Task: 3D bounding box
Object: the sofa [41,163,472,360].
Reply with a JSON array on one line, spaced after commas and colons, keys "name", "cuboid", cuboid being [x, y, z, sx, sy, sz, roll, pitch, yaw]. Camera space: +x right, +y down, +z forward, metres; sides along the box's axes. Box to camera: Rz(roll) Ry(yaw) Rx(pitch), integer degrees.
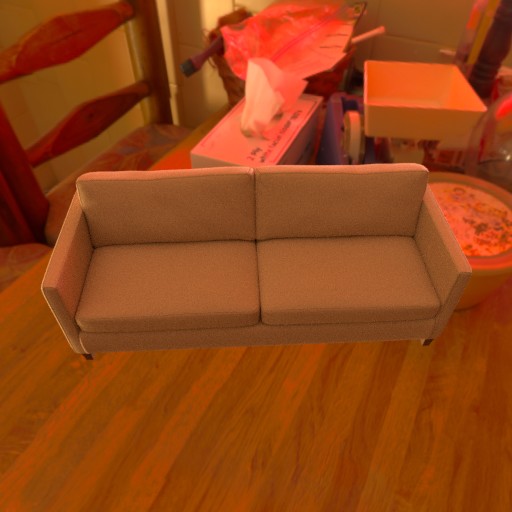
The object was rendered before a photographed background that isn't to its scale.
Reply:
[{"name": "sofa", "cuboid": [0.000, 0.000, 2.882, 2.361, 0.968, 0.951, -2, 46, -2]}]
